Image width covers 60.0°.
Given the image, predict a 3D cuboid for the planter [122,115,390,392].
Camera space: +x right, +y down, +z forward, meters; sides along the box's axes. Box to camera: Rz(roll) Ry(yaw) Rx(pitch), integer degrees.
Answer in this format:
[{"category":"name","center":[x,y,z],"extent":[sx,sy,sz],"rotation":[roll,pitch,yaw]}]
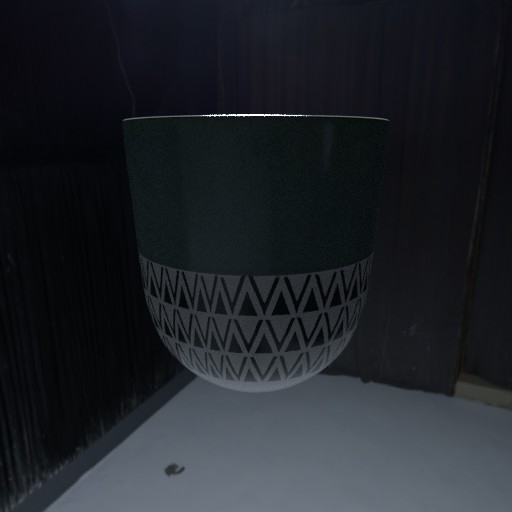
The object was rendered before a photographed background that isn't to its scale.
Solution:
[{"category":"planter","center":[0.000,0.000,0.369],"extent":[0.198,0.214,0.198],"rotation":[0,15,0]}]
